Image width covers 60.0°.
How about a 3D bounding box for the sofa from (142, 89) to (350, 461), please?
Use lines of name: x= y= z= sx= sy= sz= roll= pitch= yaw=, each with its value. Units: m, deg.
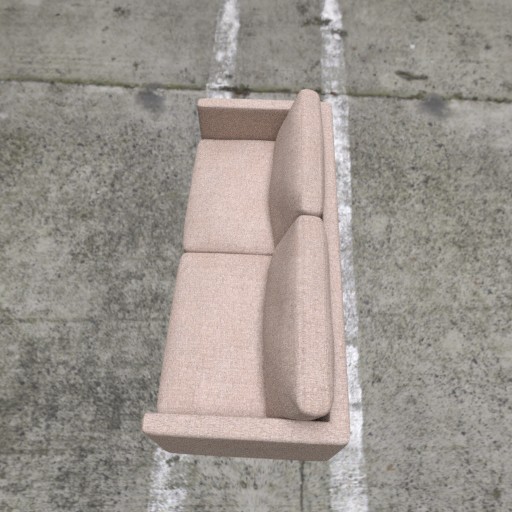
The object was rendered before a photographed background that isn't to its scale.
sofa: x=0.000 y=0.000 z=2.721 sx=0.951 sy=0.965 sz=2.208 roll=2 pitch=59 yaw=1
